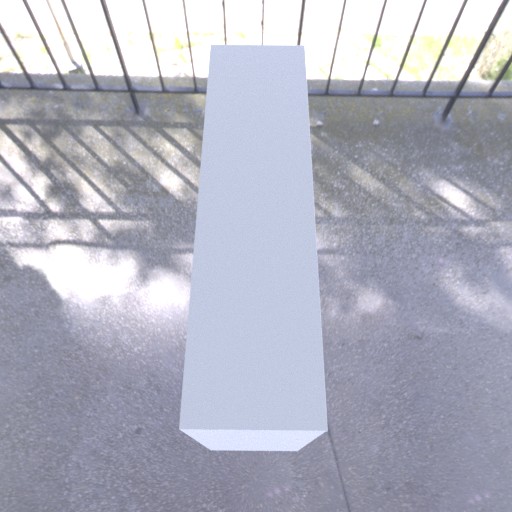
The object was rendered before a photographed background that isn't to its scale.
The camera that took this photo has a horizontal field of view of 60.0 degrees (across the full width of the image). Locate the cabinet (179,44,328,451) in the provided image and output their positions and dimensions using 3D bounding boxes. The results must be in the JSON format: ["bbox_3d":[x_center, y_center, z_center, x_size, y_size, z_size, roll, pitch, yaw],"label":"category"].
[{"bbox_3d":[0.000,0.000,1.859,0.380,0.900,1.450,0,63,0],"label":"cabinet"}]
